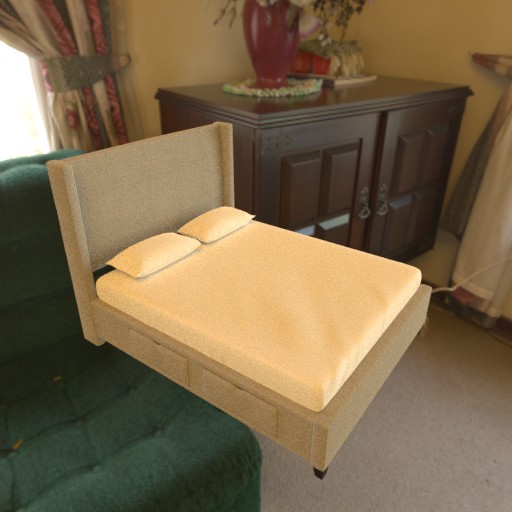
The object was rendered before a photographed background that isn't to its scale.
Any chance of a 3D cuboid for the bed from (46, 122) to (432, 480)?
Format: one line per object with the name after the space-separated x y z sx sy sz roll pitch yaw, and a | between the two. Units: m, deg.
0.000 0.000 3.366 2.222 1.491 1.774 19 33 32 | bed
